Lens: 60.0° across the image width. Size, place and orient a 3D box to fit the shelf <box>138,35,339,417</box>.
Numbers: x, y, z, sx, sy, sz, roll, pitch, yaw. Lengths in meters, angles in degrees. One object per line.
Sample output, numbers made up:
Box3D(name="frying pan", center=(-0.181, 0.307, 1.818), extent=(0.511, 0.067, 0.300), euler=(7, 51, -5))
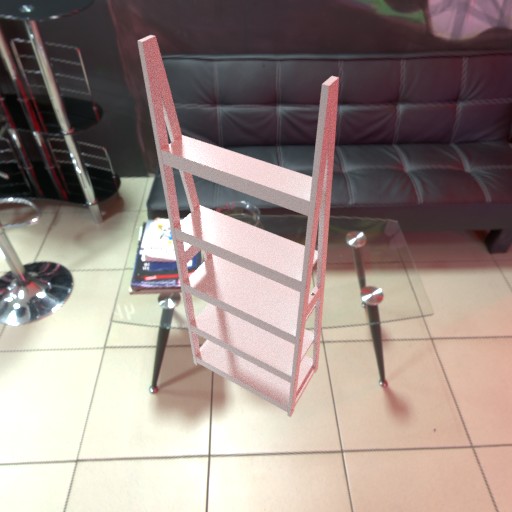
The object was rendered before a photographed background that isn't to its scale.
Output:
Box3D(name="shelf", center=(0.000, 0.000, 1.945), extent=(0.636, 1.779, 0.341), euler=(23, 49, 22))
